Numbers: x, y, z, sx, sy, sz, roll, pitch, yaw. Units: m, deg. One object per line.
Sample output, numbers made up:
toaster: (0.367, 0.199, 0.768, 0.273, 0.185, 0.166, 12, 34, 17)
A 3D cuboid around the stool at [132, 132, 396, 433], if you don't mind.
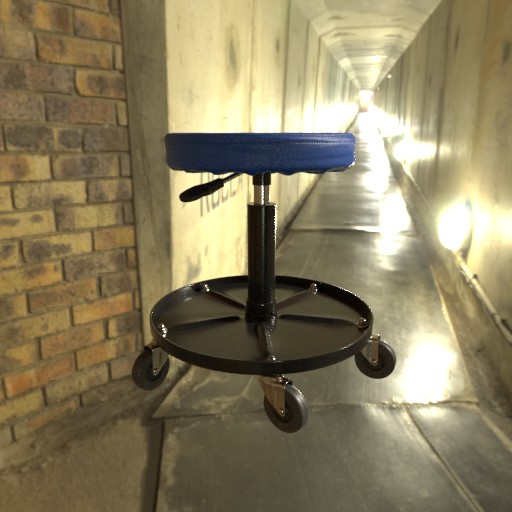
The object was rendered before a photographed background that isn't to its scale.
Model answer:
stool: (0.000, 0.000, 0.681, 0.382, 0.365, 0.381, -15, 21, -43)
